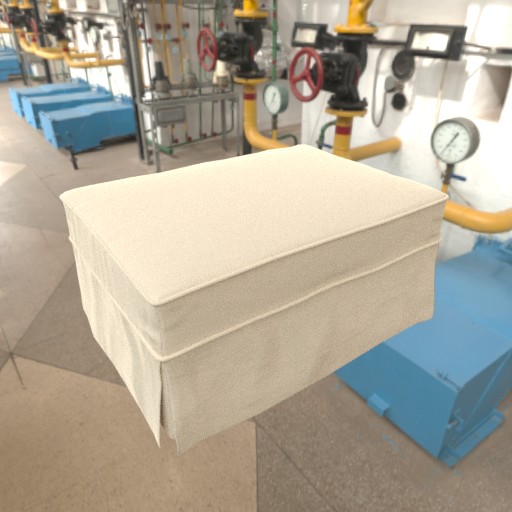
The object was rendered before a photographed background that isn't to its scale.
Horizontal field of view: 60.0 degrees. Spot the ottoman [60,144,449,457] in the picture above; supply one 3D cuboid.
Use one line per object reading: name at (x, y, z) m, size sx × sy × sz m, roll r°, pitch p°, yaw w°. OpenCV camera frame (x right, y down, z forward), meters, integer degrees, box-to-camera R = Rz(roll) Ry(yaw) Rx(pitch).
ottoman at (0.000, 0.000, 1.331) m, size 0.944 × 0.479 × 0.703 m, roll -19°, pitch 35°, yaw -30°
